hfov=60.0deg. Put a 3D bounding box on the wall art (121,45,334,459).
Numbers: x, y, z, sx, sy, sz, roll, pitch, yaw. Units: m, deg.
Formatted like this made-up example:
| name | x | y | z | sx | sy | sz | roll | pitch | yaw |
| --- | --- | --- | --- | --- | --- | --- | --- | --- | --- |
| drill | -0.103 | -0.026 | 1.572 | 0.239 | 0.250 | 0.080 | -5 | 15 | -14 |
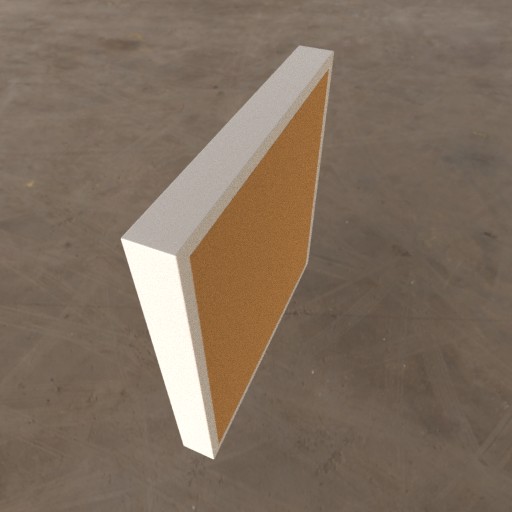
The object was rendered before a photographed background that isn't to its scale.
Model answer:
| name | x | y | z | sx | sy | sz | roll | pitch | yaw |
| --- | --- | --- | --- | --- | --- | --- | --- | --- | --- |
| wall art | 0.000 | 0.000 | 0.454 | 0.037 | 0.305 | 0.305 | 17 | 48 | 16 |
